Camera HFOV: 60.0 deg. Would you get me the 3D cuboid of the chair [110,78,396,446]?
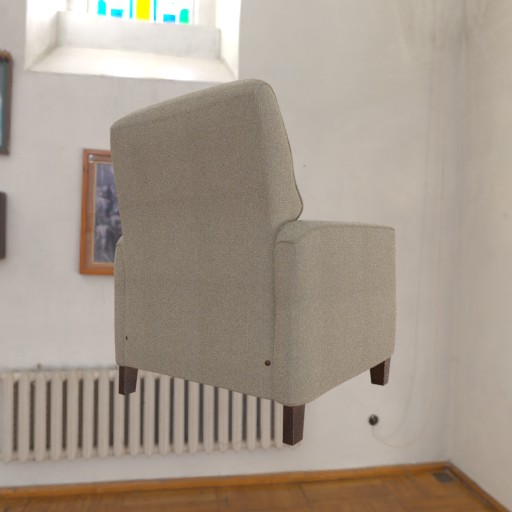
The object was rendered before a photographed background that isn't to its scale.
[{"bbox_3d":[0.000,0.000,1.667,0.850,1.006,0.853,0,0,36],"label":"chair"}]
